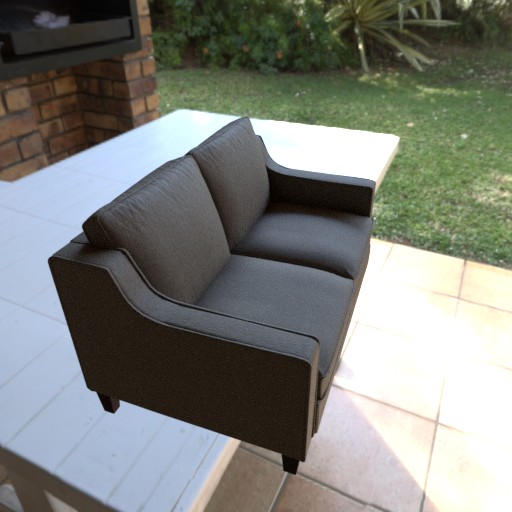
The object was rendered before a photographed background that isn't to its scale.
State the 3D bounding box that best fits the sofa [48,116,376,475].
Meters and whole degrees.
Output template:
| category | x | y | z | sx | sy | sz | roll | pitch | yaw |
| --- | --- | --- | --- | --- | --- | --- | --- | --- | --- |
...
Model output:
| category | x | y | z | sx | sy | sz | roll | pitch | yaw |
| --- | --- | --- | --- | --- | --- | --- | --- | --- | --- |
| sofa | 0.000 | 0.000 | 2.145 | 0.985 | 0.981 | 1.503 | 11 | 34 | 17 |
